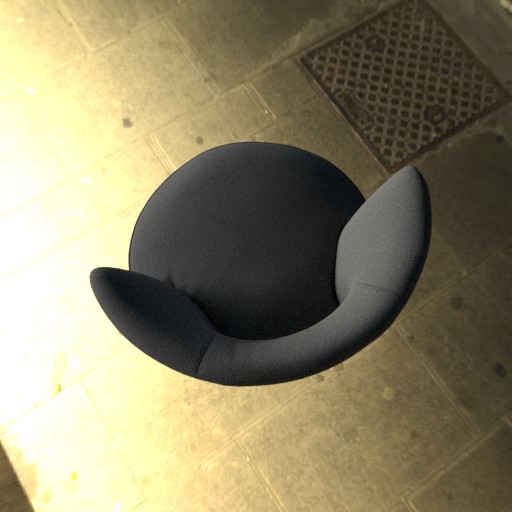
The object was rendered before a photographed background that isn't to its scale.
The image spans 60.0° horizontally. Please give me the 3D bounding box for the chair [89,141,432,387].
[{"bbox_3d":[0.000,0.000,1.203,0.689,0.719,0.660,-19,76,-5],"label":"chair"}]
